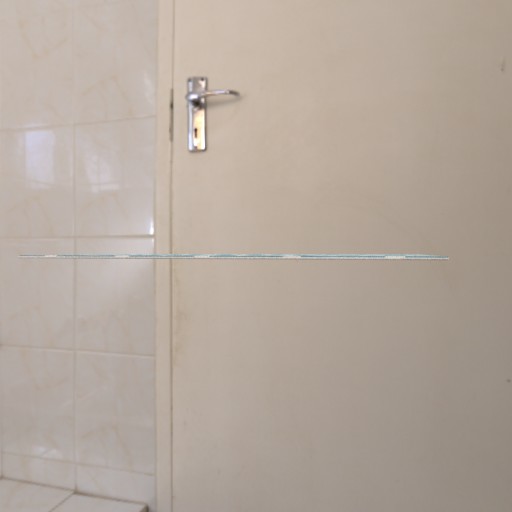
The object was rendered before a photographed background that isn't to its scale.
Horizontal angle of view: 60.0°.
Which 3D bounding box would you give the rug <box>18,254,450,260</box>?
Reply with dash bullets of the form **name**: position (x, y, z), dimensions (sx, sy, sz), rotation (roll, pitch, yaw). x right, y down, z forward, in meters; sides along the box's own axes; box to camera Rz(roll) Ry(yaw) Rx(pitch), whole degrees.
- **rug**: position (0.000, 0.000, 4.110), dimensions (3.049, 0.021, 2.466), rotation (0, 0, 17)
